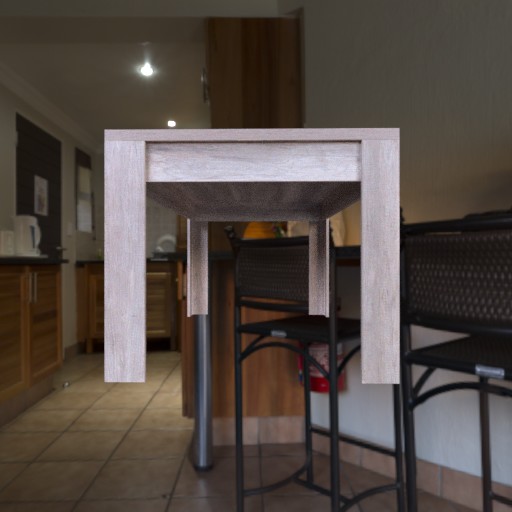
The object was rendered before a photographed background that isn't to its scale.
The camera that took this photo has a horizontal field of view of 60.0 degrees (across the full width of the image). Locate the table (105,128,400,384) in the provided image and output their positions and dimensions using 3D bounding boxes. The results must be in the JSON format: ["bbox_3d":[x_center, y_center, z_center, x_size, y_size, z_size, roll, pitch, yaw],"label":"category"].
[{"bbox_3d":[0.000,0.000,2.151,0.900,0.775,1.600,0,0,1],"label":"table"}]
